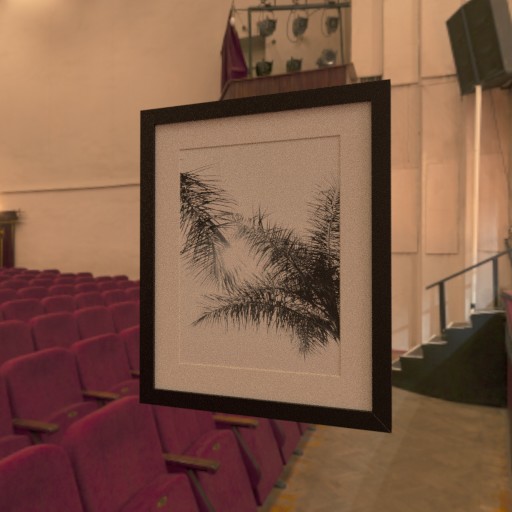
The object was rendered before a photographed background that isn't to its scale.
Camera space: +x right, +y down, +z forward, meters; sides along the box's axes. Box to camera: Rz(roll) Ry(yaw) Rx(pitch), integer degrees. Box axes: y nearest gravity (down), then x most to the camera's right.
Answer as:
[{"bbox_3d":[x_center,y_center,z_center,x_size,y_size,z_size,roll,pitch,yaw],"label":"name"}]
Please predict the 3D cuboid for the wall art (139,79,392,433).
[{"bbox_3d":[0.000,0.000,0.783,0.457,0.557,0.028,0,-1,19],"label":"wall art"}]
